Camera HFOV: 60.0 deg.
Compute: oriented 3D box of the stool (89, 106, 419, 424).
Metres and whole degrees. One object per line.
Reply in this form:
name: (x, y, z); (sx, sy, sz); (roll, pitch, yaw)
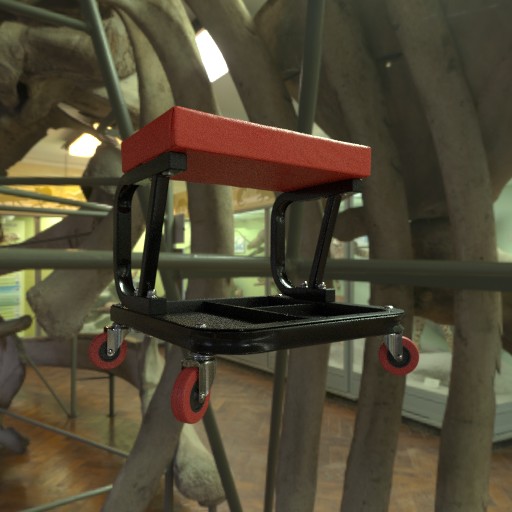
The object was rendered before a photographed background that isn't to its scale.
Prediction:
stool: (0.000, 0.000, 0.727); (0.446, 0.380, 0.371); (0, -1, -35)
